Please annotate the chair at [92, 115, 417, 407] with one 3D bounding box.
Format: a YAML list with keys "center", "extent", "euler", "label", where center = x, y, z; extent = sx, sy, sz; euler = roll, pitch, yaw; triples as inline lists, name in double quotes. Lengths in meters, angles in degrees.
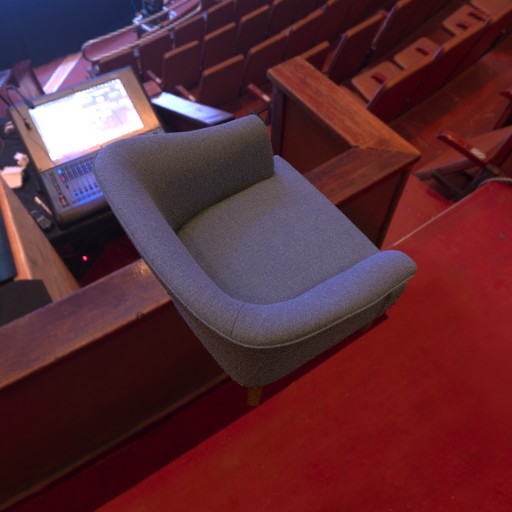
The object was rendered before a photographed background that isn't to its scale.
- center: [0.000, 0.000, 1.435]
  extent: [0.704, 0.815, 0.798]
  euler: [-30, 62, -18]
  label: "chair"
